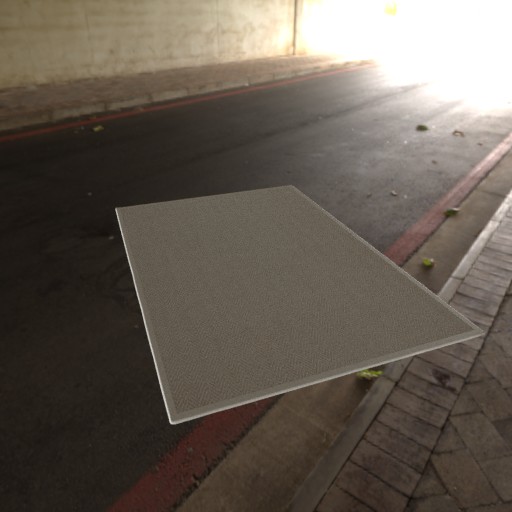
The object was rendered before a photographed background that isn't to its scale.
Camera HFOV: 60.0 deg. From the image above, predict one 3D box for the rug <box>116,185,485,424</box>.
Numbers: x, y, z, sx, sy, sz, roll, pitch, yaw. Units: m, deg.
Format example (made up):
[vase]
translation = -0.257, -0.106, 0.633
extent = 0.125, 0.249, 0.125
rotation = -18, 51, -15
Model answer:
[rug]
translation = 0.000, 0.000, 2.822
extent = 1.532, 0.017, 2.244
rotation = -10, 30, -18
